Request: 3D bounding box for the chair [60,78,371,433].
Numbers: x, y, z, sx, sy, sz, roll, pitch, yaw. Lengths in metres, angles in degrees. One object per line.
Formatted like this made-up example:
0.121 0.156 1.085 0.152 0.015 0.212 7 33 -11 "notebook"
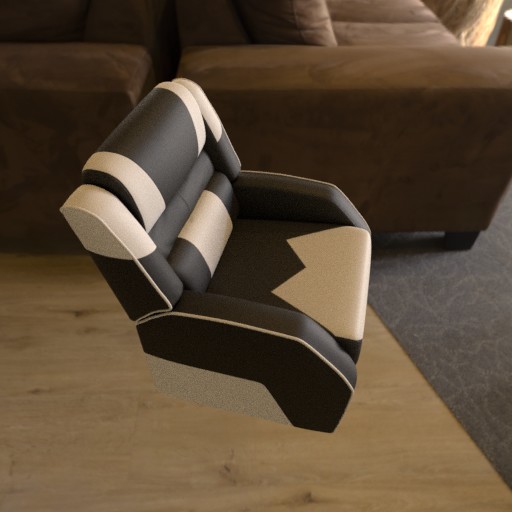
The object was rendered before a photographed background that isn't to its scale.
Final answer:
0.000 0.000 1.289 0.672 0.805 0.620 10 47 10 "chair"
